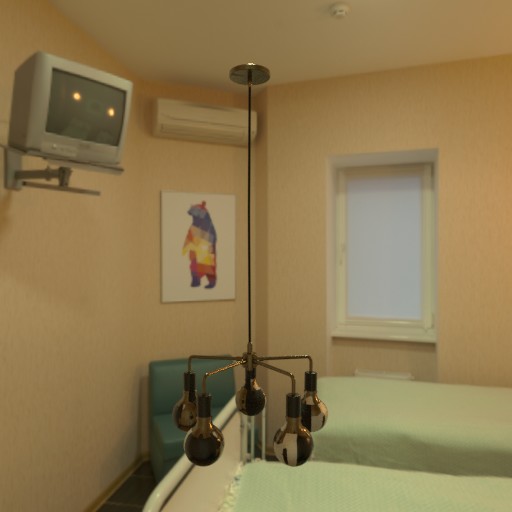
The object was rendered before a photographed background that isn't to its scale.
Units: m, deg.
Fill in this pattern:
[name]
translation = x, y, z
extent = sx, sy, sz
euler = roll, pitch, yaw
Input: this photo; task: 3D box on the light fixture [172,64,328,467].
[light fixture]
translation = 0.000, 0.000, 1.200
extent = 0.421, 0.988, 0.438
euler = 0, 0, -18
